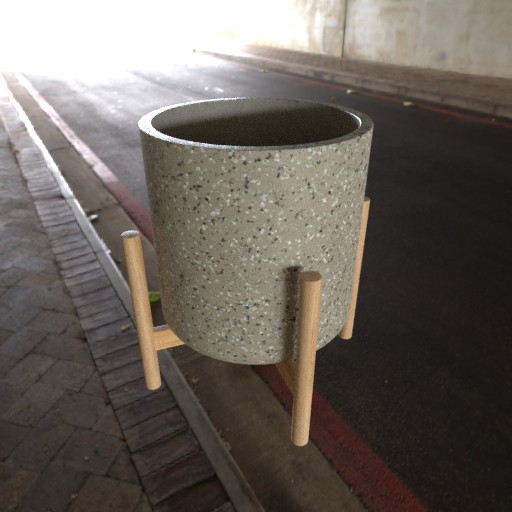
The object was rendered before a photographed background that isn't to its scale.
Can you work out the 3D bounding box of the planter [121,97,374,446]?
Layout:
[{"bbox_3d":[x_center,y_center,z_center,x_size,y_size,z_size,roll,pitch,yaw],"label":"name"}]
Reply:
[{"bbox_3d":[0.000,0.000,0.689,0.360,0.419,0.360,1,29,2],"label":"planter"}]
